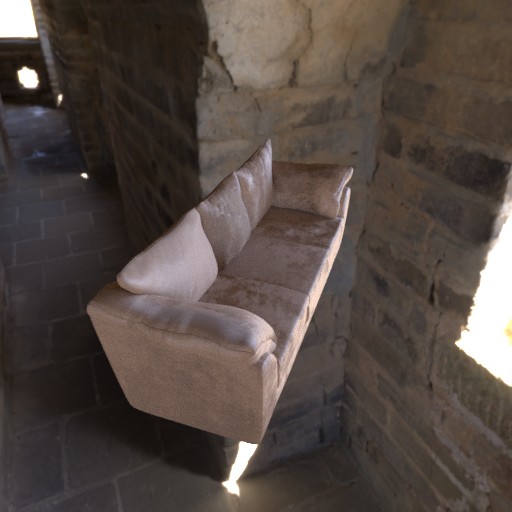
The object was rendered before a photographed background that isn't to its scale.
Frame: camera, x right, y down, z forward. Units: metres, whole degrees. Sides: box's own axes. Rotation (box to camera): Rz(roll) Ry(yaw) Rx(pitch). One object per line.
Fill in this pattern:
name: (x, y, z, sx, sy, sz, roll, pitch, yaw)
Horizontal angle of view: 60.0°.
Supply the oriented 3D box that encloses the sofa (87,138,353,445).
sofa: (0.000, 0.000, 2.947, 0.893, 0.981, 2.377, 10, 32, 17)
